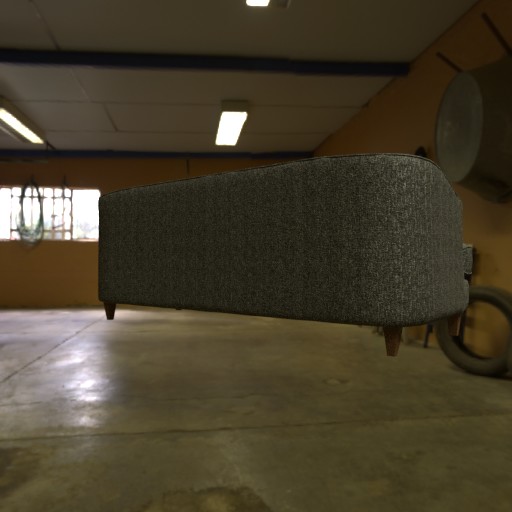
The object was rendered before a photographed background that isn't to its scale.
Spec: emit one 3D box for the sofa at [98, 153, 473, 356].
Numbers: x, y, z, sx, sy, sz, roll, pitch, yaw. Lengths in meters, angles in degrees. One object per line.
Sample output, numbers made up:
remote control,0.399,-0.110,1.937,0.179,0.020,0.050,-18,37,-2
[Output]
sofa,0.000,0.000,2.714,2.278,0.855,0.941,-1,-1,37
